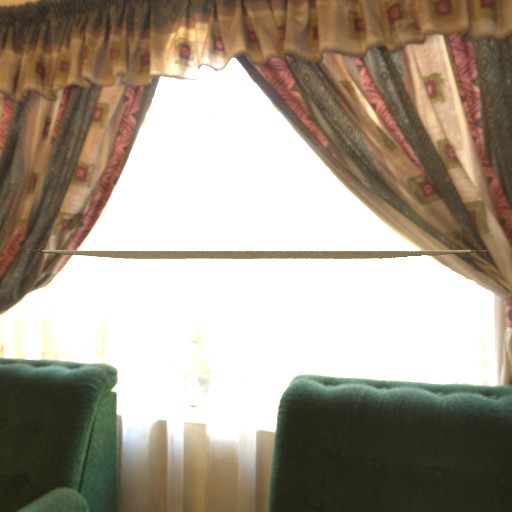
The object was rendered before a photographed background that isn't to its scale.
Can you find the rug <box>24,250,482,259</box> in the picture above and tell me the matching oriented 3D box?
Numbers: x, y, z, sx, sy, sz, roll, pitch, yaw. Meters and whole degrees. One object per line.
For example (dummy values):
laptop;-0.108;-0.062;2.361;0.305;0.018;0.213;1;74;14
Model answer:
rug;0.000;0.000;4.358;3.327;0.010;2.464;0;-2;0
